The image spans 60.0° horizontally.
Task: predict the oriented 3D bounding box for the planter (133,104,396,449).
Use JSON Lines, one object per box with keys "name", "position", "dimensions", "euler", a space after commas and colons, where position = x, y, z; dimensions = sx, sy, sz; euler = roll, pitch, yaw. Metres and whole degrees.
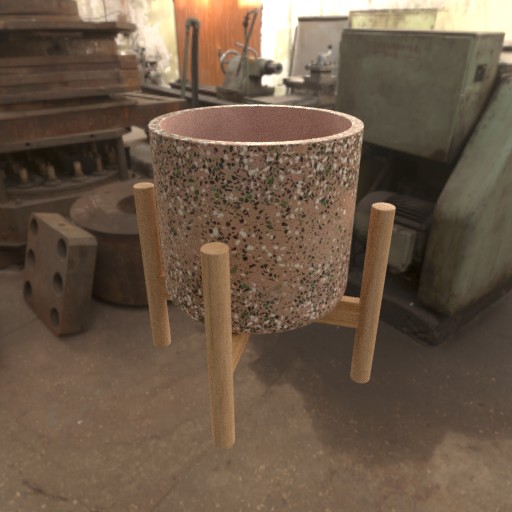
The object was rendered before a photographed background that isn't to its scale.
{"name": "planter", "position": [0.000, 0.000, 0.540], "dimensions": [0.284, 0.320, 0.284], "euler": [19, 33, 33]}
